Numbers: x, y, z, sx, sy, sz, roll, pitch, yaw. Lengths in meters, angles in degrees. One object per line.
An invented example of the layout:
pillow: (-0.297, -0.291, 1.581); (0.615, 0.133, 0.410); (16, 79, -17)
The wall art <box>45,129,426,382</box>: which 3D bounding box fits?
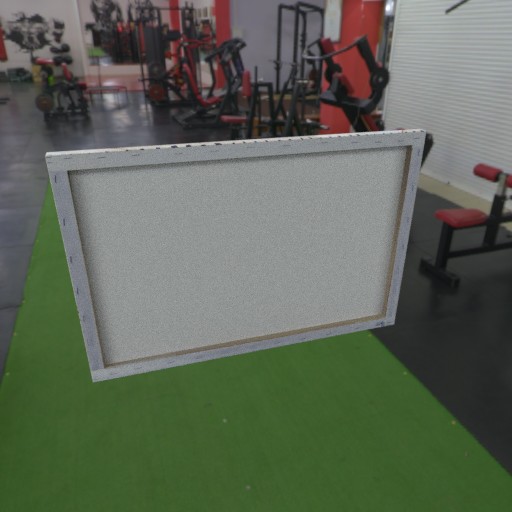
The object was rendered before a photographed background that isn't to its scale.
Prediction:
wall art: (0.000, 0.000, 1.470); (1.143, 0.757, 0.038); (-8, 27, -15)
